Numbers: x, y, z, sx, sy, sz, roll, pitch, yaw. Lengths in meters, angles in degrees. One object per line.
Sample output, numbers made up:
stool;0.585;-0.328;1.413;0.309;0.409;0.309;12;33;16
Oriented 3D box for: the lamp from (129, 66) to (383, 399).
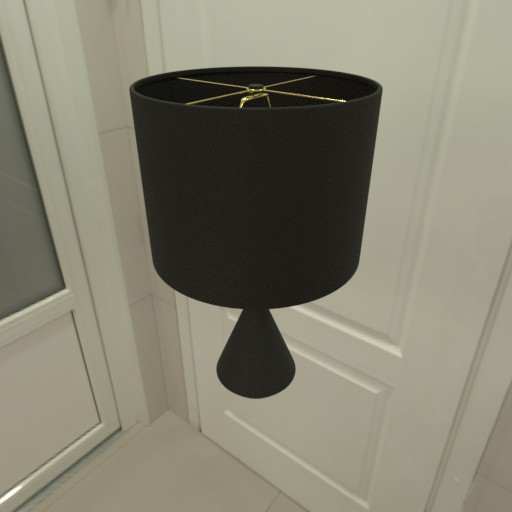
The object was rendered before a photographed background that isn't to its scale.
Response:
lamp;0.000;0.000;0.791;0.359;0.584;0.359;22;37;33
